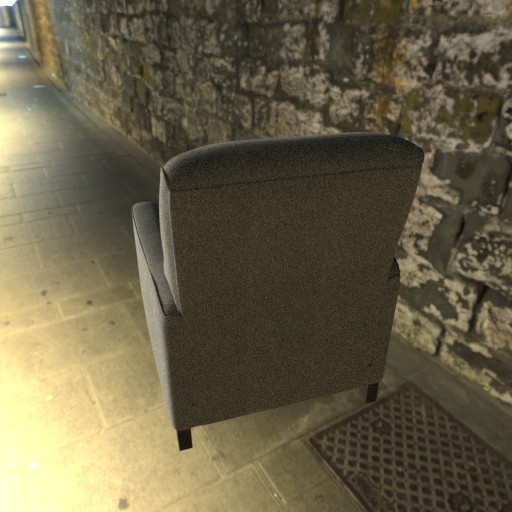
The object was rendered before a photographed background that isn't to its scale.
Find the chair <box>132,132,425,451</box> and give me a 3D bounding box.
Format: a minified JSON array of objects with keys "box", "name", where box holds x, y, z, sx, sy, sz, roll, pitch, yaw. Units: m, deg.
[{"box":[0.000,0.000,1.630,0.841,1.028,0.858,-9,30,-15],"name":"chair"}]
